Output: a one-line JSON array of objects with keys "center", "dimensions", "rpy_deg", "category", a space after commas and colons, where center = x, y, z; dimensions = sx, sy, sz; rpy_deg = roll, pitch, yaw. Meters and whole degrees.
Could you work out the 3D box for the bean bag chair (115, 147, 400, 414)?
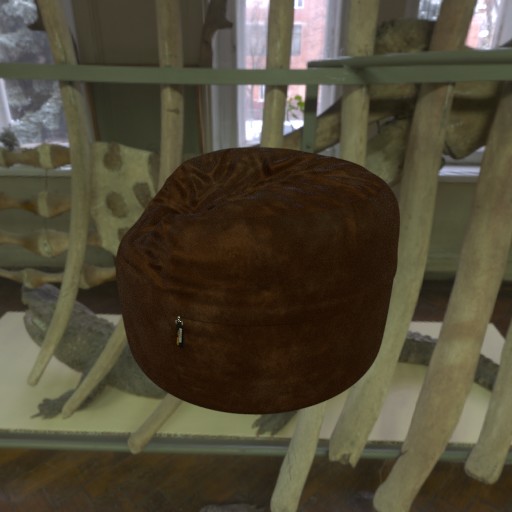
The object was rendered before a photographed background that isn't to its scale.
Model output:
[{"center": [0.000, 0.000, 1.503], "dimensions": [0.918, 0.616, 0.918], "rpy_deg": [0, 25, 0], "category": "bean bag chair"}]
